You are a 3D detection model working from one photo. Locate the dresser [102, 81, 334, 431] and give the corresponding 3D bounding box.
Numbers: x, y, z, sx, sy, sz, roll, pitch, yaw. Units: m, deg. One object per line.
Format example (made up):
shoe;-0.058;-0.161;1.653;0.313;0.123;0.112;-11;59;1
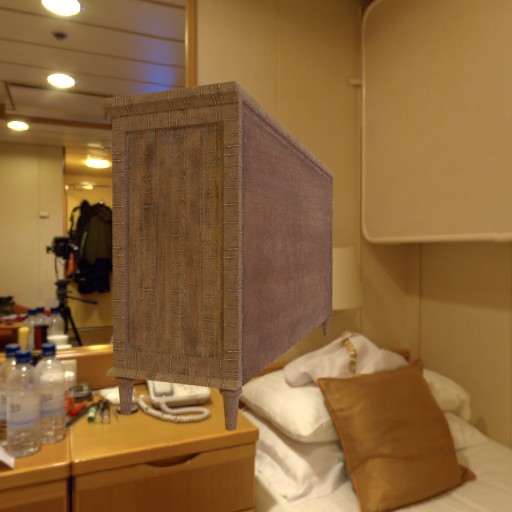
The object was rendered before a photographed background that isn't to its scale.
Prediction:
dresser;0.000;0.000;2.102;0.457;1.016;1.626;0;1;20
